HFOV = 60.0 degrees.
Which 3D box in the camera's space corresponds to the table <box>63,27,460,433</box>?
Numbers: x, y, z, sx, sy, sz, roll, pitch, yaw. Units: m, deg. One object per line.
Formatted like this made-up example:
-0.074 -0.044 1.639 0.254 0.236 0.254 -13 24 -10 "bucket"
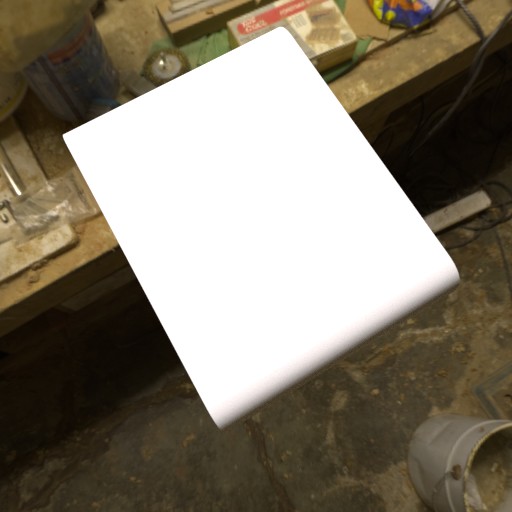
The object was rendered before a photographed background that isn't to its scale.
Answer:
0.000 0.000 0.845 0.350 0.590 0.450 -30 78 -7 "table"
